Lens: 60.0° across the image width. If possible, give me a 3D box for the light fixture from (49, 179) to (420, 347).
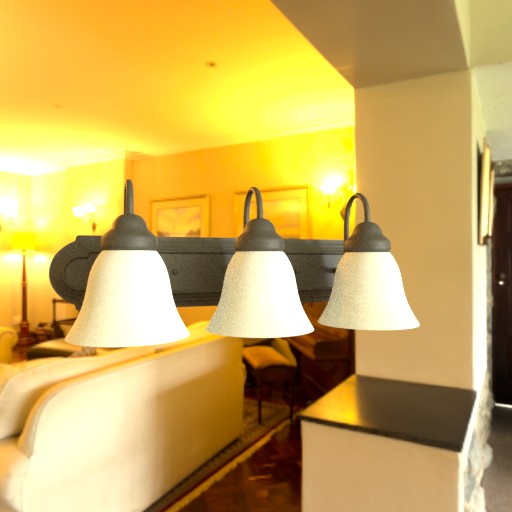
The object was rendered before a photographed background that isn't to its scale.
[{"bbox_3d":[0.000,0.000,0.695,0.610,0.222,0.199,0,-1,-20],"label":"light fixture"}]
